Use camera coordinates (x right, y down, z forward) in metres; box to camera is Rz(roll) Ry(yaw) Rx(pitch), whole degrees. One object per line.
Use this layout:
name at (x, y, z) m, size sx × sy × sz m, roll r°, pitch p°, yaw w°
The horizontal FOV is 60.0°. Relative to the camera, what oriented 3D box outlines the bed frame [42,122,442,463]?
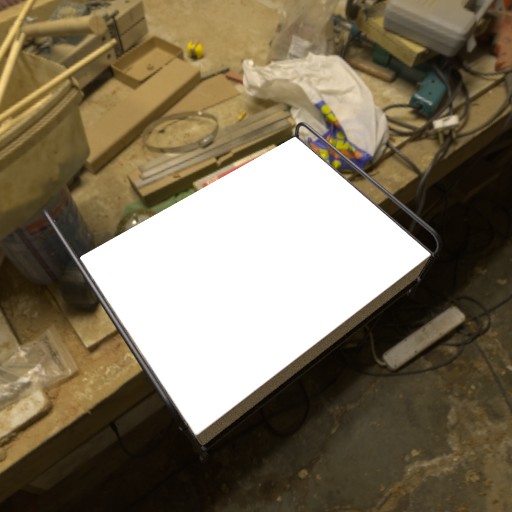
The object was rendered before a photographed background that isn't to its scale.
bed frame at (0.000, 0.000, 3.272) m, size 2.203 × 1.276 × 1.664 m, roll -33°, pitch 64°, yaw -19°
